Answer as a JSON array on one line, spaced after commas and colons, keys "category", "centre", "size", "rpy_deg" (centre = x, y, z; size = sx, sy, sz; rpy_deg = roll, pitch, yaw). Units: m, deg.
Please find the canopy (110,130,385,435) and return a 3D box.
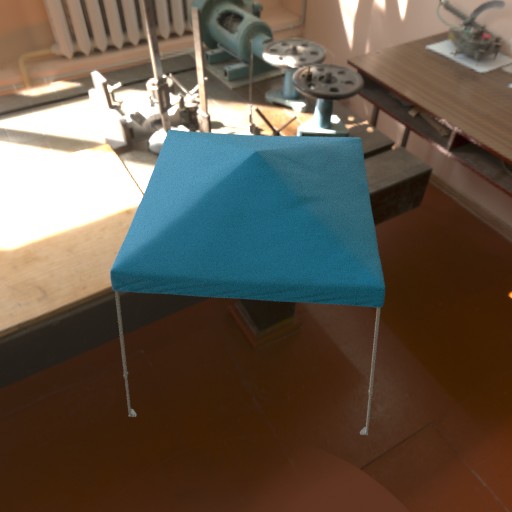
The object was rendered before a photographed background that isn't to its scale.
[{"category": "canopy", "centre": [0.000, 0.000, 5.210], "size": [2.849, 2.849, 2.848], "rpy_deg": [3, 46, 3]}]
